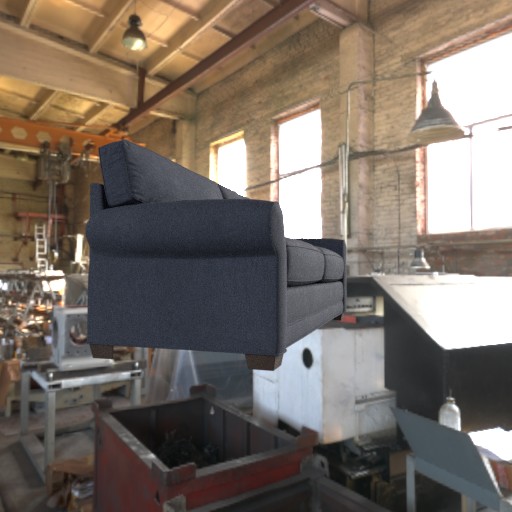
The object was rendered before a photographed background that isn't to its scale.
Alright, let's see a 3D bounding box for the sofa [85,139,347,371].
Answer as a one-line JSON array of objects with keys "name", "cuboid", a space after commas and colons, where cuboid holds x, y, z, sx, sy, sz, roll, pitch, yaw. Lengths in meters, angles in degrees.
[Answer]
[{"name": "sofa", "cuboid": [0.000, 0.000, 2.966, 0.954, 1.026, 2.391, -1, -2, 18]}]
